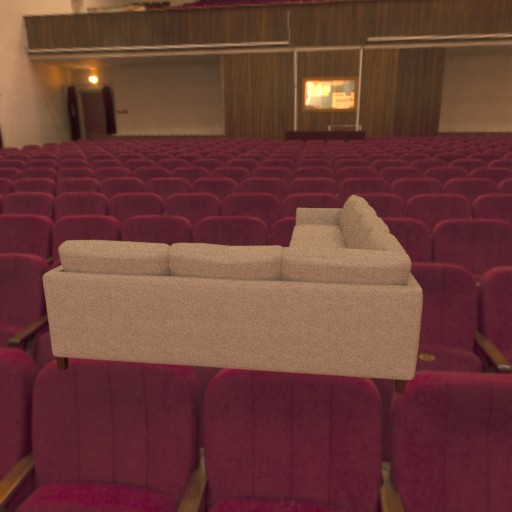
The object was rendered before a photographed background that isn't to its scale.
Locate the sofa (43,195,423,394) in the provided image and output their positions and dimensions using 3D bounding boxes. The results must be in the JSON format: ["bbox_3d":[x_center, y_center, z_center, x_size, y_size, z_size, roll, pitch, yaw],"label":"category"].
[{"bbox_3d":[0.000,0.000,4.445,2.522,0.934,3.333,2,15,7],"label":"sofa"}]
